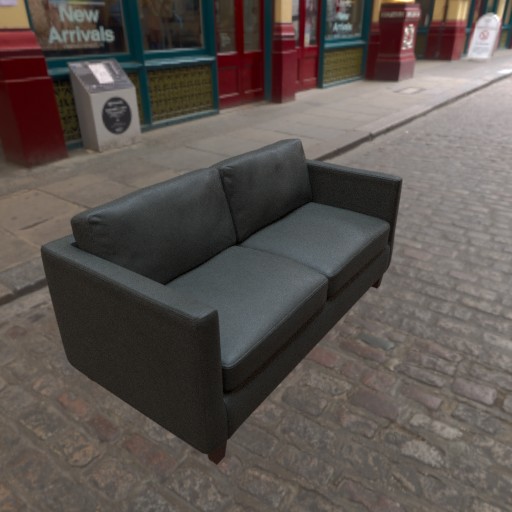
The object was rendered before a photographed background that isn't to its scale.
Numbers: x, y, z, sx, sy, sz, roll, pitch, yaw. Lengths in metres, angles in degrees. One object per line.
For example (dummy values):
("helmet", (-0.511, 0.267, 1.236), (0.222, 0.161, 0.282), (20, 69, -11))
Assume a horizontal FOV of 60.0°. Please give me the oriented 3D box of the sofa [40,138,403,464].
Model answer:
("sofa", (0.000, 0.000, 2.423), (0.951, 0.933, 1.883), (19, 33, 31))
